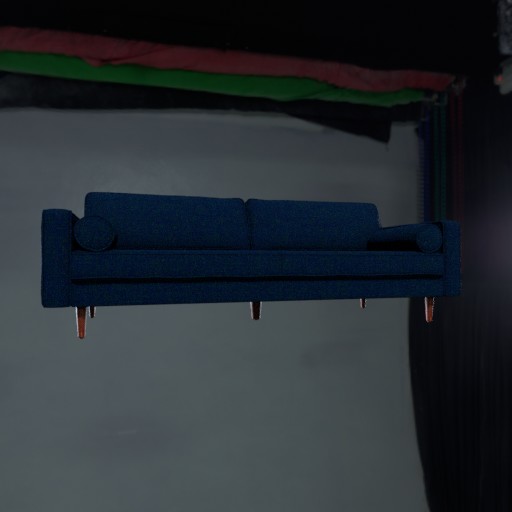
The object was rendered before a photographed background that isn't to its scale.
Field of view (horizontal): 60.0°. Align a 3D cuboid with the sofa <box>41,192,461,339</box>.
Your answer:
[{"bbox_3d":[0.000,0.000,2.639,2.210,0.762,0.914,0,0,-17],"label":"sofa"}]
